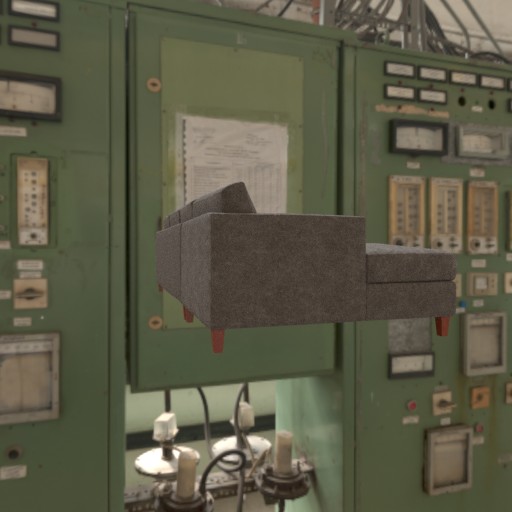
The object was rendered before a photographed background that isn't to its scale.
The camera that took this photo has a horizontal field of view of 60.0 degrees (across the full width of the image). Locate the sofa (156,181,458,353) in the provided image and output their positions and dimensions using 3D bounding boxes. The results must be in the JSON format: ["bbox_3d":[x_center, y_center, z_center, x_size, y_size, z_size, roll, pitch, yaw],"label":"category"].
[{"bbox_3d":[0.000,0.000,4.185,1.606,0.954,3.471,0,1,-17],"label":"sofa"}]
